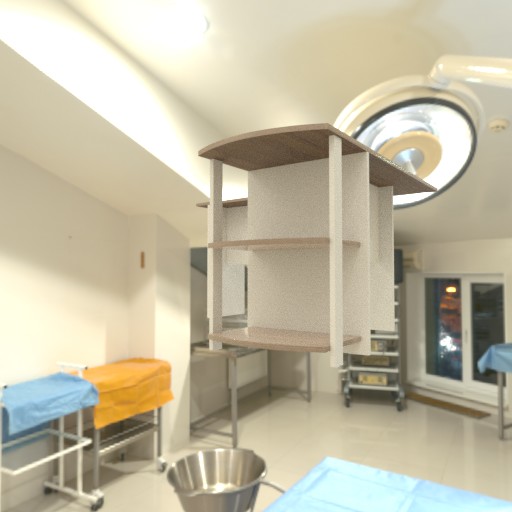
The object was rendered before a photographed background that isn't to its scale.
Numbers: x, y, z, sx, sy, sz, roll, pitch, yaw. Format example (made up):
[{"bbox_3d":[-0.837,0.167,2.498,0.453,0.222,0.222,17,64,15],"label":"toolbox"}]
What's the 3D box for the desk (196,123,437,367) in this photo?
[{"bbox_3d":[0.000,0.000,2.141,1.361,0.716,1.303,-1,-2,36],"label":"desk"}]
